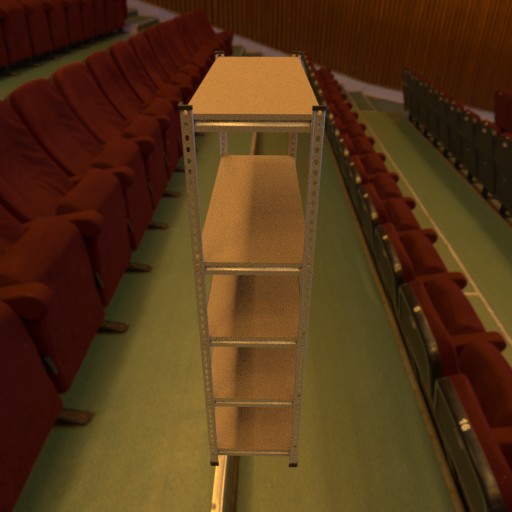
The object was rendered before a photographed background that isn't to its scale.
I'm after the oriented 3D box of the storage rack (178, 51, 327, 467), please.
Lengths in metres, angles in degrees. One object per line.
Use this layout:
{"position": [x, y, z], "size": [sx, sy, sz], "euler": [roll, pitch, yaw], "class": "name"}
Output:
{"position": [0.000, 0.000, 2.342], "size": [0.457, 1.829, 1.219], "euler": [1, 32, 1], "class": "storage rack"}
